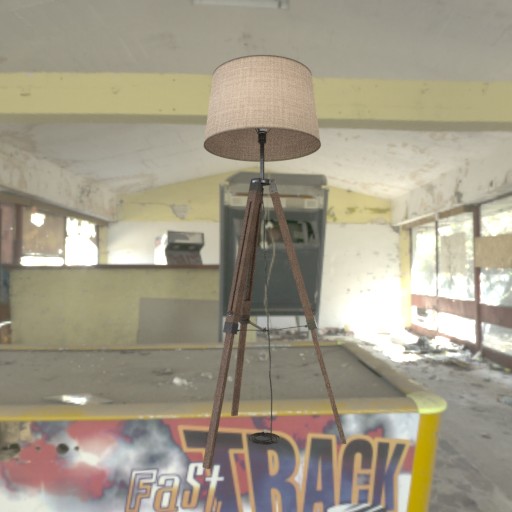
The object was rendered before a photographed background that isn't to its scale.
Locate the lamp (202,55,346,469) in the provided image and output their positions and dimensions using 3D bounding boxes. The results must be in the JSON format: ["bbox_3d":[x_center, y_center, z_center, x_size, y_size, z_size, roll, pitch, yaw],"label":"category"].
[{"bbox_3d":[0.000,0.000,1.818,0.604,1.510,0.587,-2,-3,36],"label":"lamp"}]
